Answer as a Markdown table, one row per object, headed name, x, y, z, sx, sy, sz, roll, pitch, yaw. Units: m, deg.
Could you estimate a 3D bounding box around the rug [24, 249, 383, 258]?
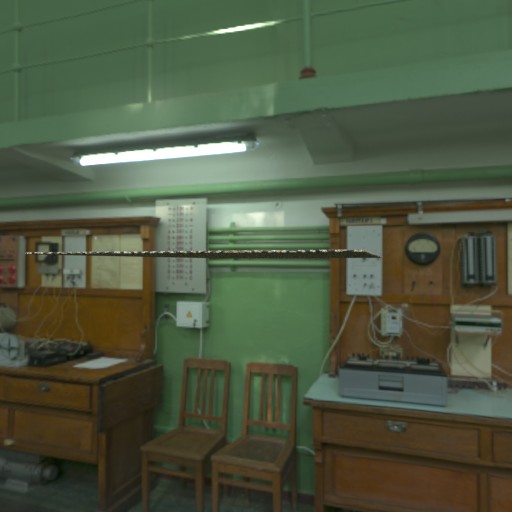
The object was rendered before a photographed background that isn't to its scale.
| name | x | y | z | sx | sy | sz | roll | pitch | yaw |
| --- | --- | --- | --- | --- | --- | --- | --- | --- | --- |
| rug | 0.000 | 0.000 | 2.299 | 1.219 | 0.008 | 1.828 | 0 | -1 | 18 |
